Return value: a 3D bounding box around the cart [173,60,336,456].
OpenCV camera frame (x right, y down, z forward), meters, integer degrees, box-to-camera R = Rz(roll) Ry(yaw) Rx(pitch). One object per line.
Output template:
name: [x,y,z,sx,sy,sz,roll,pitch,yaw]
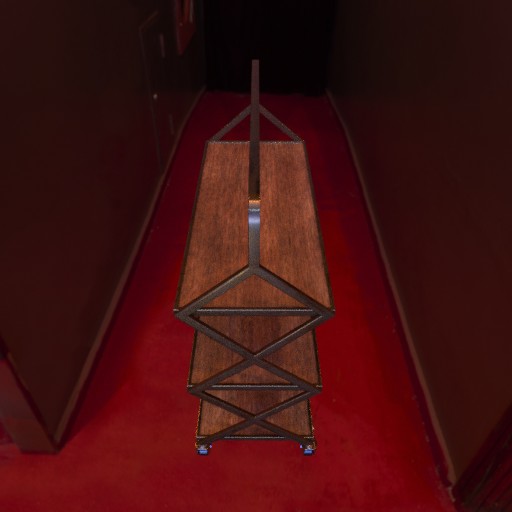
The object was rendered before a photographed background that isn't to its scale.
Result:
cart: [0.000,0.000,1.169,0.313,0.805,0.723,0,41,0]
